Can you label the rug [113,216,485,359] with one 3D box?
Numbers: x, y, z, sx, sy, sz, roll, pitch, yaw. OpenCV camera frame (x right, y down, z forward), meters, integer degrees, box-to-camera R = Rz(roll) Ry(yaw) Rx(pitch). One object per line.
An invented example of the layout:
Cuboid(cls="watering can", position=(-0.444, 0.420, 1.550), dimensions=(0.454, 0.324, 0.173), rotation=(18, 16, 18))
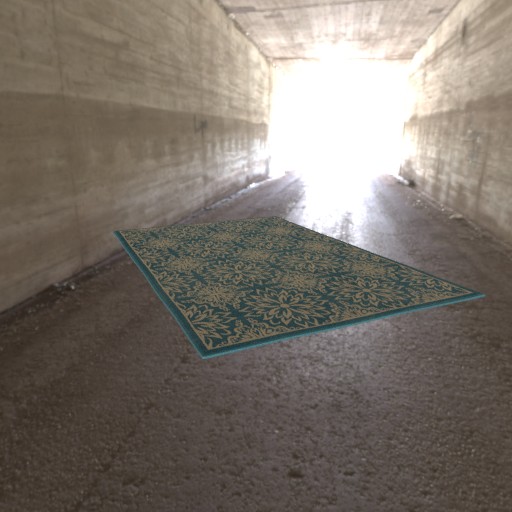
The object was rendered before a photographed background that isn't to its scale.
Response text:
Cuboid(cls="rug", position=(0.000, 0.000, 2.356), dimensions=(1.211, 0.012, 1.833), rotation=(-7, 18, -24))
